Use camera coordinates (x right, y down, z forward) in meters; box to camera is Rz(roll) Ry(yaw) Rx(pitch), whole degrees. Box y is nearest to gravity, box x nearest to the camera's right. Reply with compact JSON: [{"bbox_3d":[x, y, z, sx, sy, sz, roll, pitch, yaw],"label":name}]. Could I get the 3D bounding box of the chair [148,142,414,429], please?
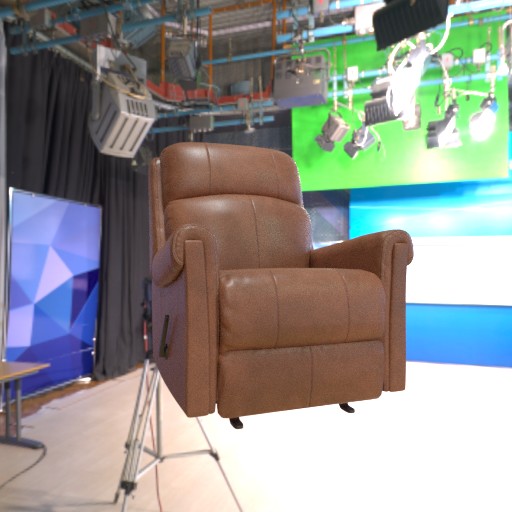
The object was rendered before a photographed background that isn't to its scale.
[{"bbox_3d":[0.000,0.000,1.809,0.838,1.054,1.014,0,0,-20],"label":"chair"}]
